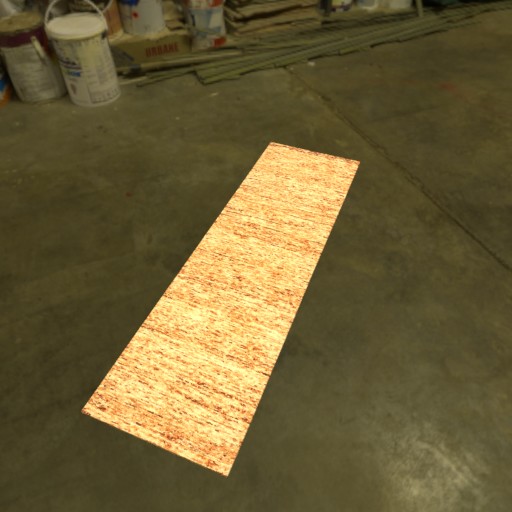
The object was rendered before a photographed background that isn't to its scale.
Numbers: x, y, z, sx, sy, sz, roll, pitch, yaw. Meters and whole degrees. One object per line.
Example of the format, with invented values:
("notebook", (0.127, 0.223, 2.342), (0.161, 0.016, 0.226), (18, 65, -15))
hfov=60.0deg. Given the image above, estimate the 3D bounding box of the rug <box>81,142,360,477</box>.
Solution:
("rug", (0.000, 0.000, 2.488), (0.680, 0.014, 2.237), (16, 49, 15))
